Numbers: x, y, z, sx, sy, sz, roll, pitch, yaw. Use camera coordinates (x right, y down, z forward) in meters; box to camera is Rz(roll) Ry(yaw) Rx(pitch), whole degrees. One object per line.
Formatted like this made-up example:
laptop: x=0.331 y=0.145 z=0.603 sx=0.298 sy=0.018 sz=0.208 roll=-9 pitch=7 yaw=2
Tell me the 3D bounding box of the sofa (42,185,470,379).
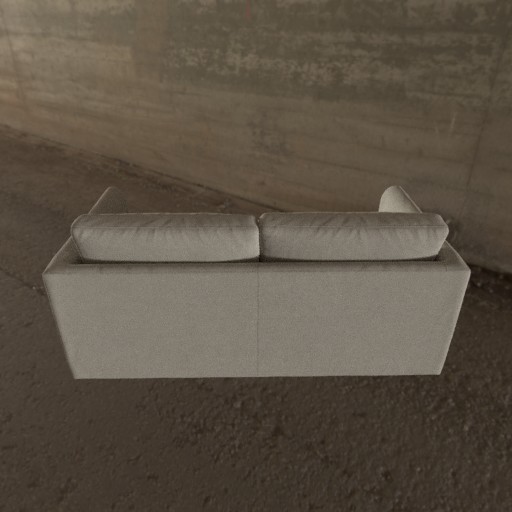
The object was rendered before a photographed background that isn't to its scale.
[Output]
sofa: x=0.000 y=0.000 z=2.518 sx=1.905 sy=0.839 sz=1.091 roll=0 pitch=30 yaw=-1
